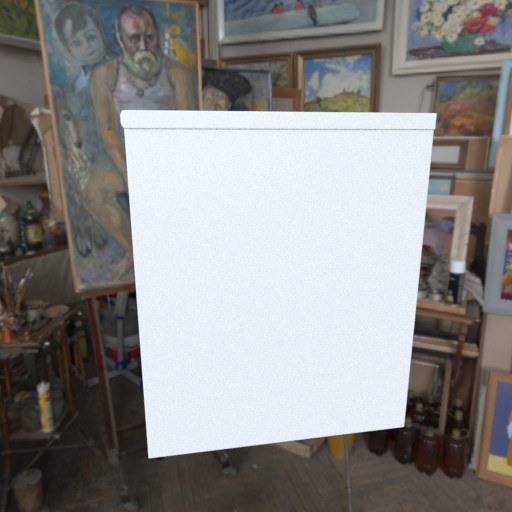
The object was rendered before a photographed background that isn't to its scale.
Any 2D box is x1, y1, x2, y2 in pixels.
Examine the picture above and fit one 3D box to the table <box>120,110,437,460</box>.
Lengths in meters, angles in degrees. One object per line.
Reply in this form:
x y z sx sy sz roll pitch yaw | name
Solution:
0.000 0.000 0.777 0.380 0.460 0.420 -3 15 -10 | table
